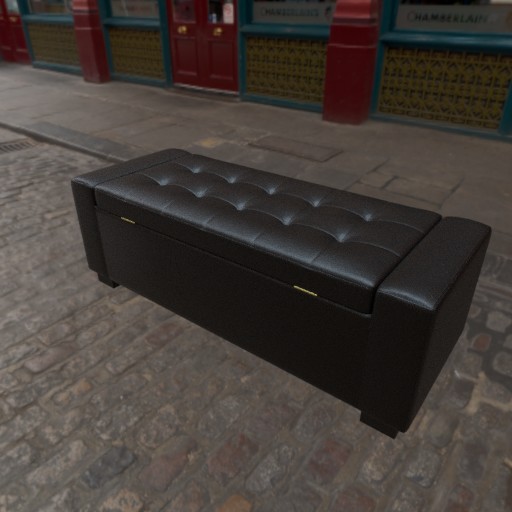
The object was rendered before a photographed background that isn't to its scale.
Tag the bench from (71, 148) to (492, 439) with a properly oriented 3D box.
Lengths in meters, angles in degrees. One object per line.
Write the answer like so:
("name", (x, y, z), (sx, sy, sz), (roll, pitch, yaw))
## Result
("bench", (0.000, 0.000, 1.507), (1.296, 0.445, 0.508), (21, 35, 32))
